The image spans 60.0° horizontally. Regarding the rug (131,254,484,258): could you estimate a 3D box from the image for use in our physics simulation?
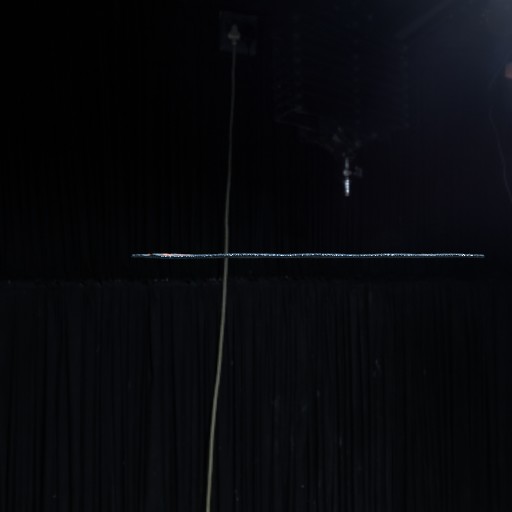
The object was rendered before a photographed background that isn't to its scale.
[{"bbox_3d":[0.000,0.000,2.334,1.195,0.014,1.847,0,0,-18],"label":"rug"}]
